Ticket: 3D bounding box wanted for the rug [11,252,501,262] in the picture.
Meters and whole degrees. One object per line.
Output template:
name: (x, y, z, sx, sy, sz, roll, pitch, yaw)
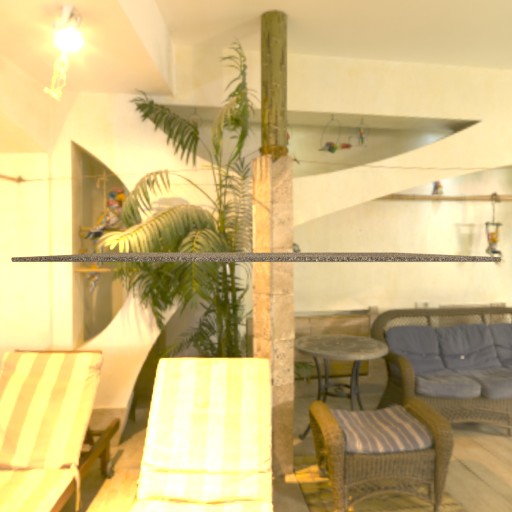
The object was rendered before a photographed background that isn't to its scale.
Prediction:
rug: (0.000, 0.000, 3.329, 2.699, 0.026, 1.802, 0, 1, -1)
